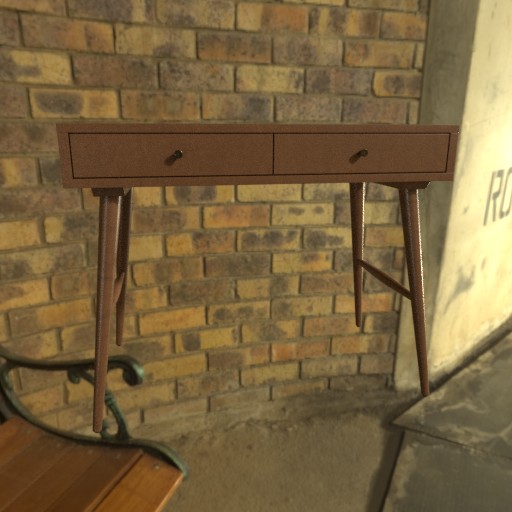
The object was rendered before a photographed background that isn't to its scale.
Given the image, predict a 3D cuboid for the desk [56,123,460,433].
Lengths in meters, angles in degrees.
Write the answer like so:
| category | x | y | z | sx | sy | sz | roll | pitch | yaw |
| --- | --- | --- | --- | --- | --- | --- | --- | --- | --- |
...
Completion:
| category | x | y | z | sx | sy | sz | roll | pitch | yaw |
| --- | --- | --- | --- | --- | --- | --- | --- | --- | --- |
| desk | 0.000 | 0.000 | 1.344 | 0.949 | 0.758 | 0.510 | -3 | 16 | -10 |
